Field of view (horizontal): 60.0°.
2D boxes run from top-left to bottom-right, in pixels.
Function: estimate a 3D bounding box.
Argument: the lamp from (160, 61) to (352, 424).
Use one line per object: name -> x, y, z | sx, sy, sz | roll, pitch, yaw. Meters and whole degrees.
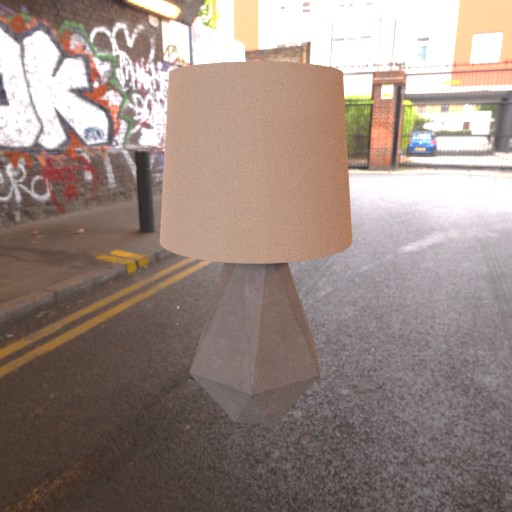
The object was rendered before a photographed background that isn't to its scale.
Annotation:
lamp -> 0.000, 0.000, 0.657 | 0.276, 0.501, 0.276 | 0, 15, 0
